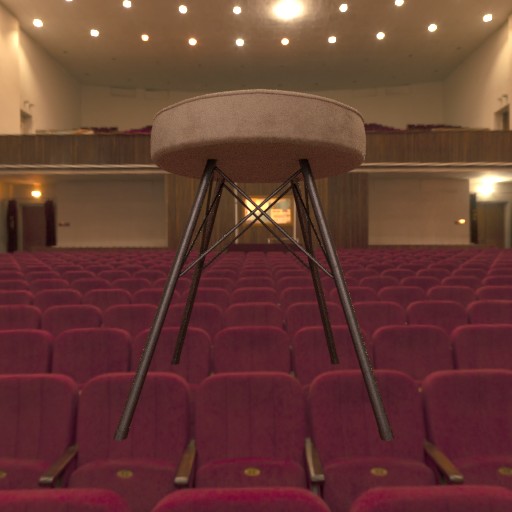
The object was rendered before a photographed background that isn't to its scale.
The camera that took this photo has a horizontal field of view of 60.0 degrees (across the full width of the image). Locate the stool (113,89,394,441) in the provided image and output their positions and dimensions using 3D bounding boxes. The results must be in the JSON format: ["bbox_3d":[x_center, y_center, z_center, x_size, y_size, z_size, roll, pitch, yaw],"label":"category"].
[{"bbox_3d":[0.000,0.000,0.875,0.423,0.538,0.457,0,1,0],"label":"stool"}]
